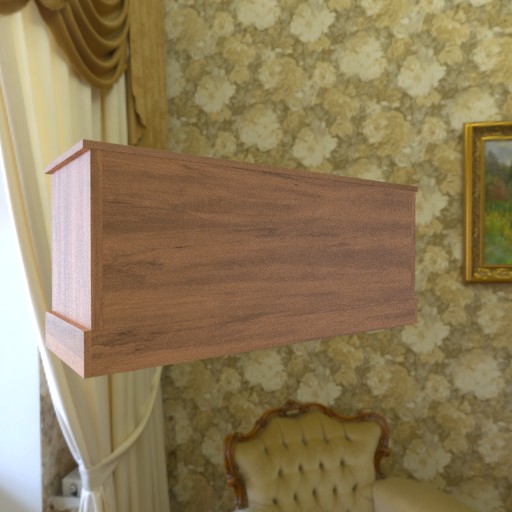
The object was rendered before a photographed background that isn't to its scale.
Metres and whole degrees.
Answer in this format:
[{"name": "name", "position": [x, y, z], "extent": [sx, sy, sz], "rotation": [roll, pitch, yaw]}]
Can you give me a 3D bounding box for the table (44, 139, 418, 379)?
[{"name": "table", "position": [0.000, 0.000, 1.457], "extent": [1.200, 0.510, 0.400], "rotation": [-1, 1, -36]}]
